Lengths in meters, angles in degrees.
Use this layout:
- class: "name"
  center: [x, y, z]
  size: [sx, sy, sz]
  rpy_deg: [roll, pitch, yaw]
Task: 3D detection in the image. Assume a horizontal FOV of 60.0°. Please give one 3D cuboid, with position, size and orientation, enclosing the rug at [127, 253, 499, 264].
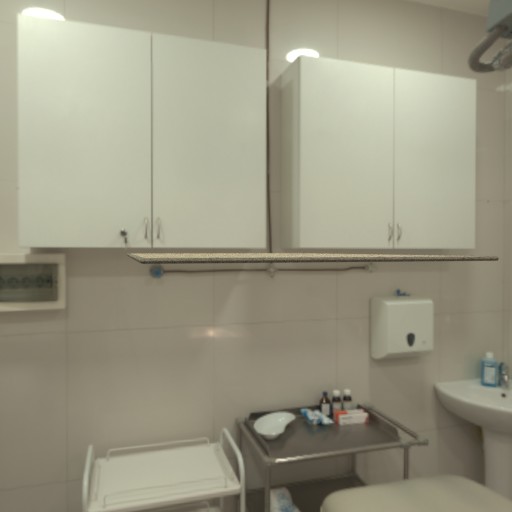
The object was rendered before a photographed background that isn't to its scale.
- class: "rug"
  center: [0.000, 0.000, 2.245]
  size: [1.219, 0.016, 1.829]
  rpy_deg: [0, 1, -17]
